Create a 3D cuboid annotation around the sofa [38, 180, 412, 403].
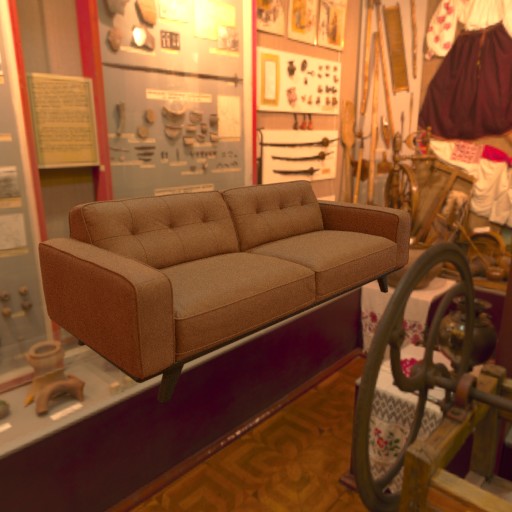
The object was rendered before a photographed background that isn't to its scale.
[{"bbox_3d":[0.000,0.000,2.742,0.953,0.780,2.270,14,21,42],"label":"sofa"}]
